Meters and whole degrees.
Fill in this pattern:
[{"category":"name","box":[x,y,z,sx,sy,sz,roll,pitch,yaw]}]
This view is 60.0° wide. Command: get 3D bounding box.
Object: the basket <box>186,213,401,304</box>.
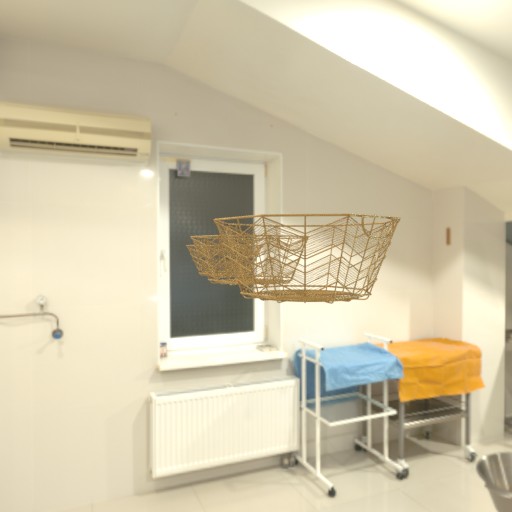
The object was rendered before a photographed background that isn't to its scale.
[{"category":"basket","box":[0.000,0.000,1.425,0.432,0.178,1.245,0,1,-16]}]
